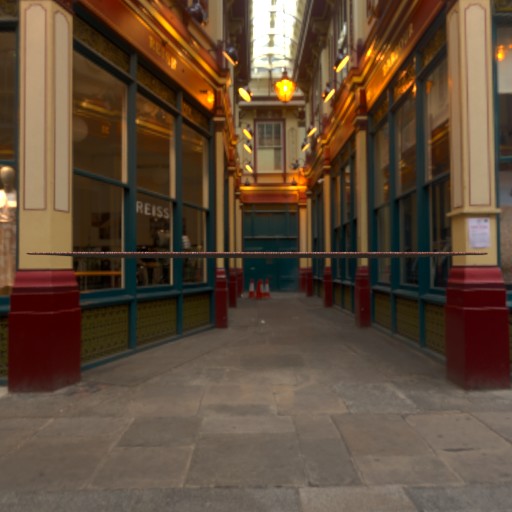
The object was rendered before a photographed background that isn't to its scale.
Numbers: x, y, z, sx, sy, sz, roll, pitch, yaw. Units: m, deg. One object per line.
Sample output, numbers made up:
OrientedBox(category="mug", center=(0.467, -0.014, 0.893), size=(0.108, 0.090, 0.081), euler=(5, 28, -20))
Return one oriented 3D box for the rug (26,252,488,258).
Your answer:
OrientedBox(category="rug", center=(0.000, 0.000, 5.192), size=(3.965, 0.025, 2.803), euler=(0, -1, -1))
